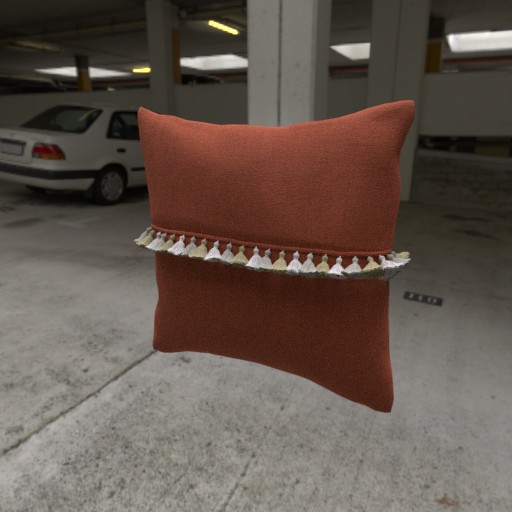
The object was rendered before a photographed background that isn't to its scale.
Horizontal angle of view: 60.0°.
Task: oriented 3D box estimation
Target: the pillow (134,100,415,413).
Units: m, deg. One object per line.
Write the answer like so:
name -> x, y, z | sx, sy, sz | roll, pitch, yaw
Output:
pillow -> 0.000, 0.000, 0.739 | 0.490, 0.482, 0.165 | 8, 18, 25
